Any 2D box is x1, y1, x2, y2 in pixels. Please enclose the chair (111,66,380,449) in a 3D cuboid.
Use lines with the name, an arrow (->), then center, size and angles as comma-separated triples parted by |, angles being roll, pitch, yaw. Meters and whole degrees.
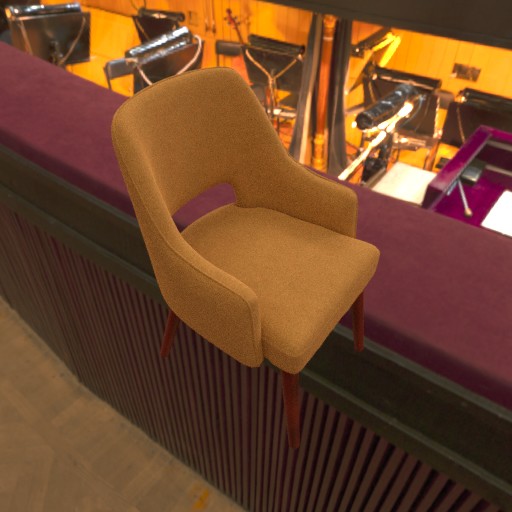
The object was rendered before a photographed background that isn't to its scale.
chair -> 0.000, 0.000, 1.243 | 0.605, 0.849, 0.548 | 26, 48, 26
